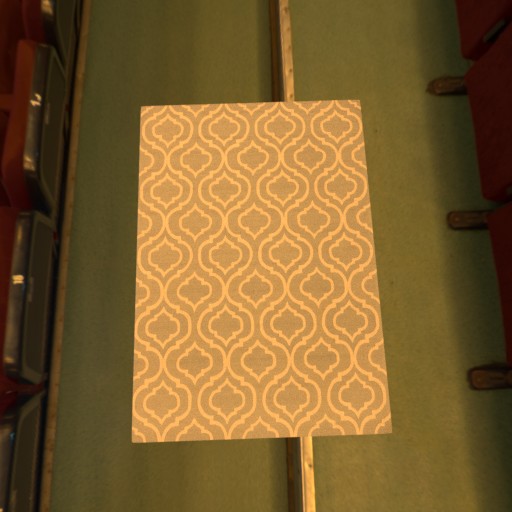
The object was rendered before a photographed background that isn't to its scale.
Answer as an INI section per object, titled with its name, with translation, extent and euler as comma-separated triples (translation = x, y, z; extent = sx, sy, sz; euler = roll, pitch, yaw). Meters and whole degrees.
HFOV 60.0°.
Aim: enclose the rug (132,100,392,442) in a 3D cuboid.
[rug]
translation = 0.000, 0.000, 2.699
extent = 1.451, 0.010, 2.080
euler = -2, 77, 0
